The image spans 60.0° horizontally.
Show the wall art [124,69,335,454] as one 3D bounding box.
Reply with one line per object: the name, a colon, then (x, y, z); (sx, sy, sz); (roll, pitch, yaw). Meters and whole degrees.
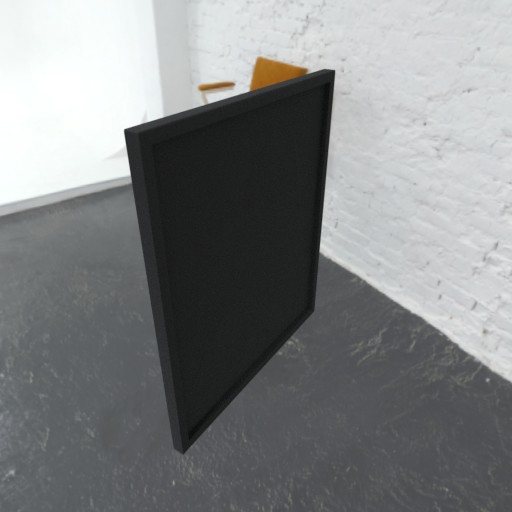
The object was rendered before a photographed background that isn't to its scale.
wall art: (0.000, 0.000, 0.718); (0.021, 0.508, 0.432); (20, 37, 29)
